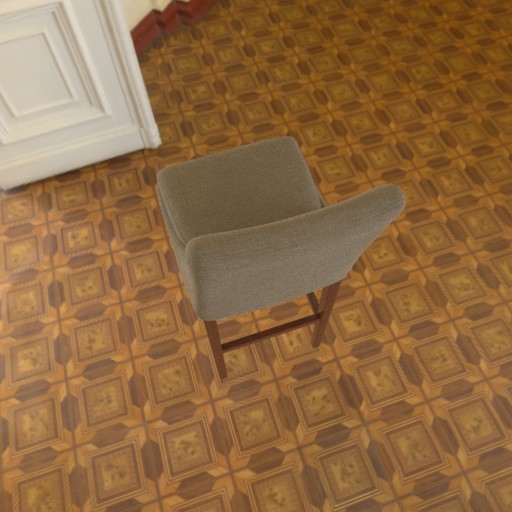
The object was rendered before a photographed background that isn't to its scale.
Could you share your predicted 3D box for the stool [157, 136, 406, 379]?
[{"bbox_3d":[0.000,0.000,1.359,0.470,1.078,0.577,-16,62,-9],"label":"stool"}]
